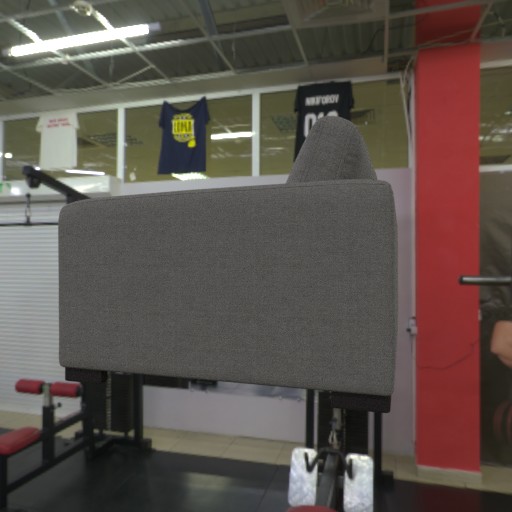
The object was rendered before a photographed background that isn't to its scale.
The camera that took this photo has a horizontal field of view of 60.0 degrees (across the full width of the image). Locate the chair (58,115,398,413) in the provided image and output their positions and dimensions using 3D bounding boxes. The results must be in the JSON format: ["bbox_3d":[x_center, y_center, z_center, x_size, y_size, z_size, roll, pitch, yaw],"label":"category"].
[{"bbox_3d":[0.000,0.000,1.814,1.100,0.847,1.070,0,-1,18],"label":"chair"}]
